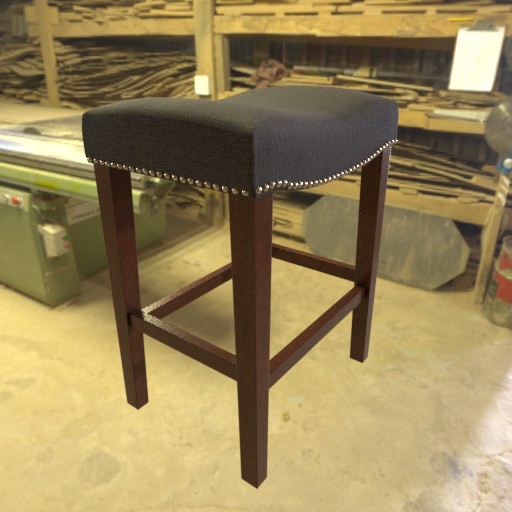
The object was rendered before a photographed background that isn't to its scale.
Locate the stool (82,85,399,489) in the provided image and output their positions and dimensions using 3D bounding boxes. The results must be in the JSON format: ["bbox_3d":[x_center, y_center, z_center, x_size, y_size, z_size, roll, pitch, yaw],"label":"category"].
[{"bbox_3d":[0.000,0.000,0.936,0.372,0.654,0.504,17,29,33],"label":"stool"}]
